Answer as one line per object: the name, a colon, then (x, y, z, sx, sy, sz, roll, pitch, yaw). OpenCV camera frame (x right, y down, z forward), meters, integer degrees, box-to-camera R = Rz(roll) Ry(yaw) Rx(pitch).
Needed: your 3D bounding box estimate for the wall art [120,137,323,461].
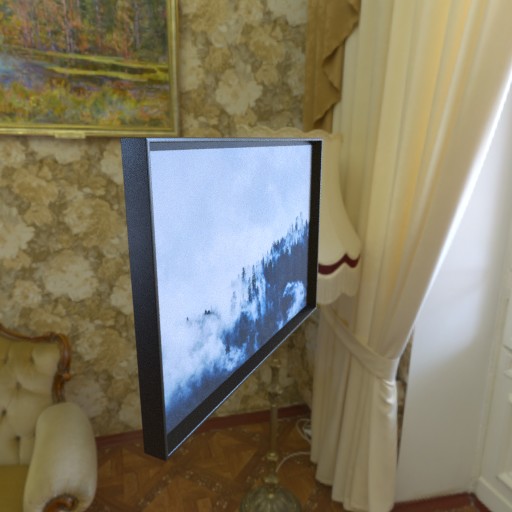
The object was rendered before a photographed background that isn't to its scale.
wall art: (0.000, 0.000, 1.241, 0.058, 0.640, 0.939, 7, 16, 26)
